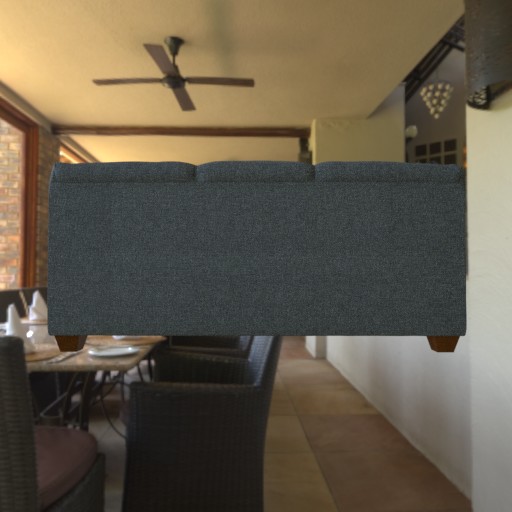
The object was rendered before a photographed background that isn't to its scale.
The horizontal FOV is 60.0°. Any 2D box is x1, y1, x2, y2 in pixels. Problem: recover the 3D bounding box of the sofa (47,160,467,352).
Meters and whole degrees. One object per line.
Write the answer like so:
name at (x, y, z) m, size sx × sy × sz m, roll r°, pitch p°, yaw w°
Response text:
sofa at (0.000, 0.000, 2.597) m, size 2.024 × 0.958 × 0.997 m, roll 0°, pitch -2°, yaw 0°
